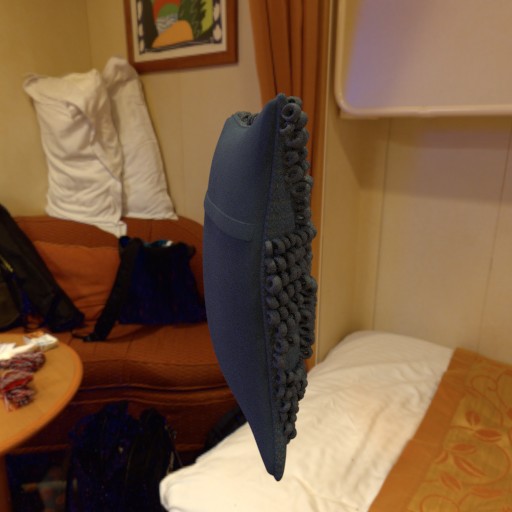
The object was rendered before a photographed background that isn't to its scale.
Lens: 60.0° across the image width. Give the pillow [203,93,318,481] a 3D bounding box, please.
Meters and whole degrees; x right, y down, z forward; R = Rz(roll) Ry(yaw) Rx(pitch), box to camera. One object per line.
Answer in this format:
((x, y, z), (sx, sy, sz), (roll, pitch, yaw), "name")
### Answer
((0.000, 0.000, 0.721), (0.172, 0.466, 0.469), (-3, 16, -9), "pillow")
